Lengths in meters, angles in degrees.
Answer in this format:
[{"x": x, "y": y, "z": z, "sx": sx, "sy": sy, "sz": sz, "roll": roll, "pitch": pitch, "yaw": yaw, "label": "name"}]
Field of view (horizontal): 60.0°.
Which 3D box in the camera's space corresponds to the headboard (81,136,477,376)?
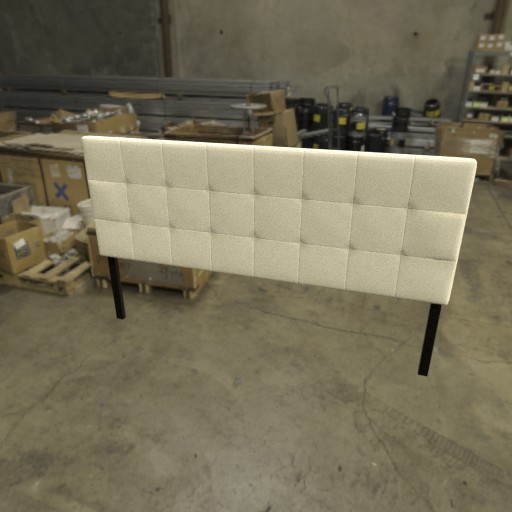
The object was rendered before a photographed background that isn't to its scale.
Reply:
[{"x": 0.000, "y": 0.000, "z": 2.867, "sx": 2.362, "sy": 1.410, "sz": 0.120, "roll": 7, "pitch": 25, "yaw": 16, "label": "headboard"}]
